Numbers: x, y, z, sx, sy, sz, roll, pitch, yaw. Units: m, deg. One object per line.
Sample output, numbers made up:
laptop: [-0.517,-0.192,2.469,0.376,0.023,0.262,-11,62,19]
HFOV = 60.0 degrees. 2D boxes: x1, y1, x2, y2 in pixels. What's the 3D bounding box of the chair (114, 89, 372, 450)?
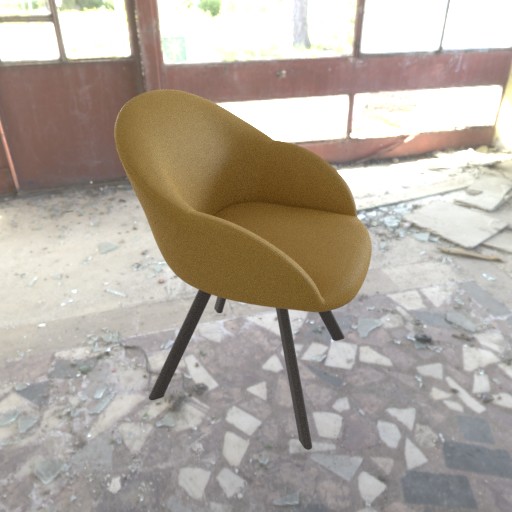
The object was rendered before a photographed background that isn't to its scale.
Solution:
chair: [0.000,0.000,1.179,0.583,0.793,0.551,11,33,17]
